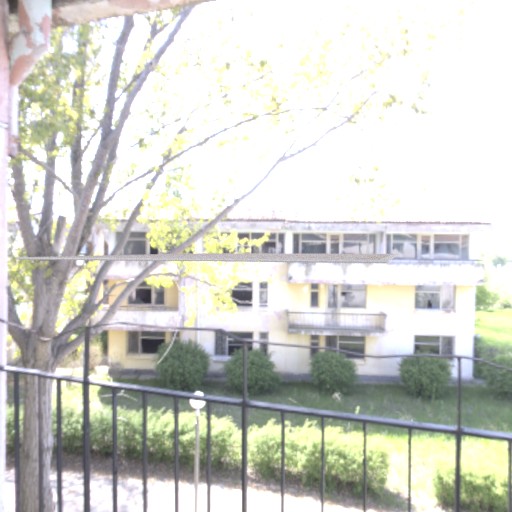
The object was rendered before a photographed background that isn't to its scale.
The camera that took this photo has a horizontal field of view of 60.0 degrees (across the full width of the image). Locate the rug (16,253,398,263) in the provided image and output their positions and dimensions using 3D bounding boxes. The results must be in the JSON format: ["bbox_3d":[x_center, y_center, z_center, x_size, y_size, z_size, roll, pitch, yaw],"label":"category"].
[{"bbox_3d":[0.000,0.000,4.079,2.441,0.015,3.050,0,1,19],"label":"rug"}]
